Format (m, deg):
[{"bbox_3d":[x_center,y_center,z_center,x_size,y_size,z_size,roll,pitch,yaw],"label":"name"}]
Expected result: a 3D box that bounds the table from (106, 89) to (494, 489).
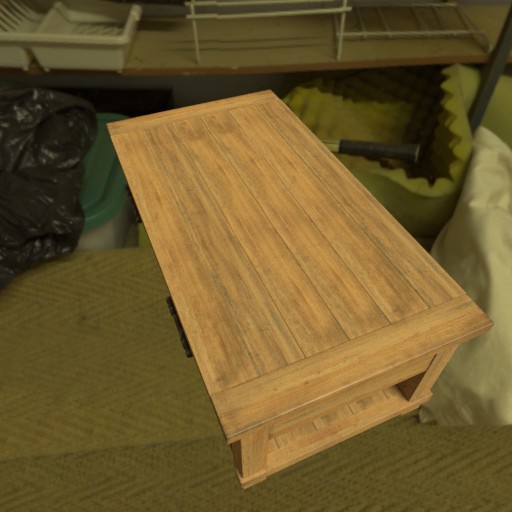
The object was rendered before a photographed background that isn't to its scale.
[{"bbox_3d":[0.000,0.000,1.531,0.693,0.494,1.270,-18,49,-16],"label":"table"}]
